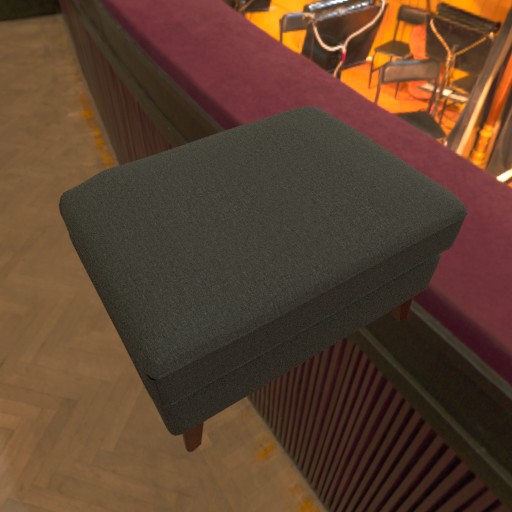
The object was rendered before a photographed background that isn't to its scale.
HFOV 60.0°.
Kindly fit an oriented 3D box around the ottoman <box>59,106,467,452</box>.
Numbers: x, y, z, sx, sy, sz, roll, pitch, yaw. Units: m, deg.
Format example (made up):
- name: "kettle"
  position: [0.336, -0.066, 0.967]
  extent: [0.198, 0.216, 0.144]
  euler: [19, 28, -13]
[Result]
- name: "ottoman"
  position: [0.000, 0.000, 1.225]
  extent: [0.835, 0.503, 0.629]
  euler: [-25, 51, -22]
